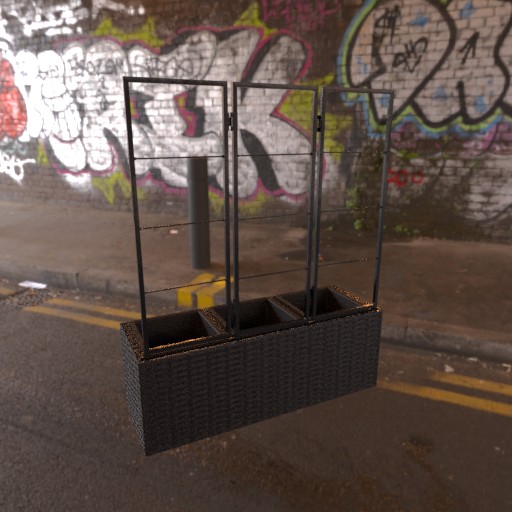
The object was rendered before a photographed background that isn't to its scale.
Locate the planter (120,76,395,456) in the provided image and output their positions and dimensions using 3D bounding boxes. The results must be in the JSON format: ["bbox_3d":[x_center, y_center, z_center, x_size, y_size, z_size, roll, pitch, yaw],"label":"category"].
[{"bbox_3d":[0.000,0.000,1.181,0.698,0.841,0.244,-8,18,-25],"label":"planter"}]
